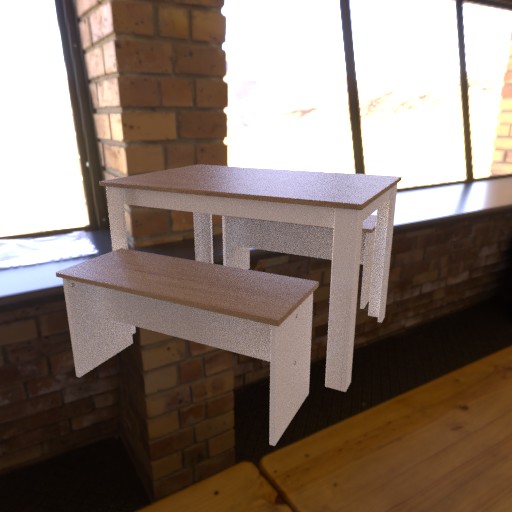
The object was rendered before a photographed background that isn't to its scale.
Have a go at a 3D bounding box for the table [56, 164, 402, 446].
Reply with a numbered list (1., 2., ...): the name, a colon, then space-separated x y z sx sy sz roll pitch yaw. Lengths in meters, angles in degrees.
1. table: 0.000 0.000 2.023 1.100 0.700 1.443 9 20 25
